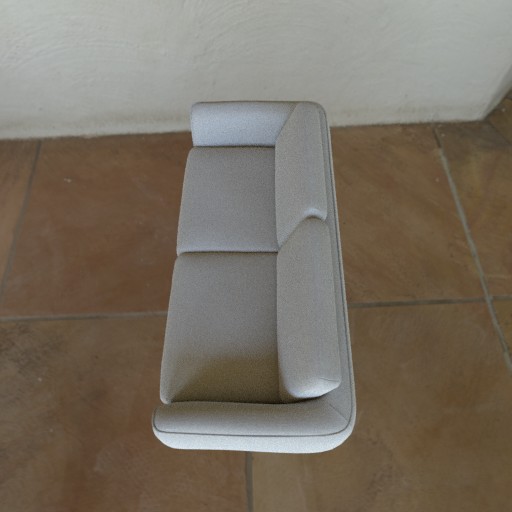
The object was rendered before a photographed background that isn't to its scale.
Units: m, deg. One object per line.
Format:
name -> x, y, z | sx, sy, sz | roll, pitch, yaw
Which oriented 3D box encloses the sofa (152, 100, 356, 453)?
sofa -> 0.000, 0.000, 2.470 | 0.920, 0.850, 2.000 | 1, 60, 0
